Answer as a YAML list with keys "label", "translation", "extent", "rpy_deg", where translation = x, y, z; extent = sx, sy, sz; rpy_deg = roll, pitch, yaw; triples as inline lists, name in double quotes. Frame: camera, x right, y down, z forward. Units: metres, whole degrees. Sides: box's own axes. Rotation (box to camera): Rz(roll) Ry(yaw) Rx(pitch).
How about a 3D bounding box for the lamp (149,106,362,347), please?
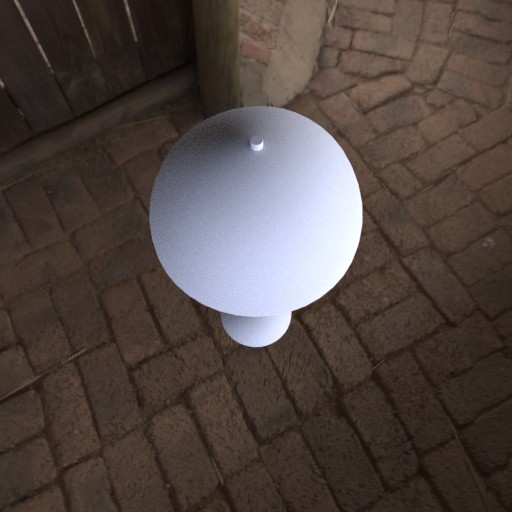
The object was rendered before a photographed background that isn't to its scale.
- label: "lamp"
  translation: [0.000, 0.000, 0.430]
  extent: [0.171, 0.330, 0.171]
  rpy_deg: [0, 64, 0]
